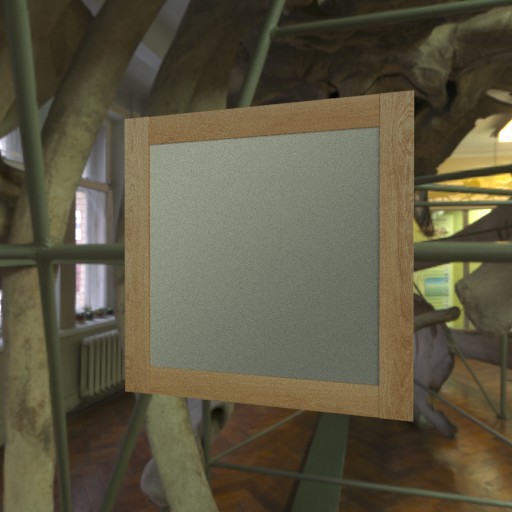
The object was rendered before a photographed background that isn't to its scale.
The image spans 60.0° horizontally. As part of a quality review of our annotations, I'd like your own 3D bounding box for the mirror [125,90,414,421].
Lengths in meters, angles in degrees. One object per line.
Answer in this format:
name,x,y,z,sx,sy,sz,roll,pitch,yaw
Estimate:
mirror,0.000,0.000,1.195,0.800,0.800,0.020,0,0,17
